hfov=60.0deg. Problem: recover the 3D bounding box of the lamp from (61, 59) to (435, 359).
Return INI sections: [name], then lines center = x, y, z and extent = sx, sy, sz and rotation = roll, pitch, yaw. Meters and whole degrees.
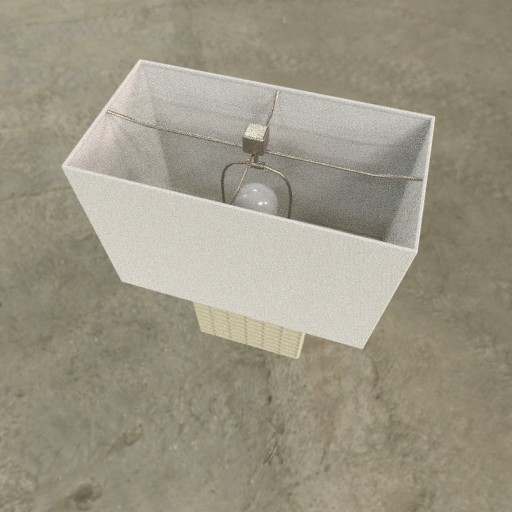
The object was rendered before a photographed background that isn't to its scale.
[lamp]
center = 0.000, 0.000, 0.705
extent = 0.380, 0.515, 0.200
rotation = 14, 59, 9
